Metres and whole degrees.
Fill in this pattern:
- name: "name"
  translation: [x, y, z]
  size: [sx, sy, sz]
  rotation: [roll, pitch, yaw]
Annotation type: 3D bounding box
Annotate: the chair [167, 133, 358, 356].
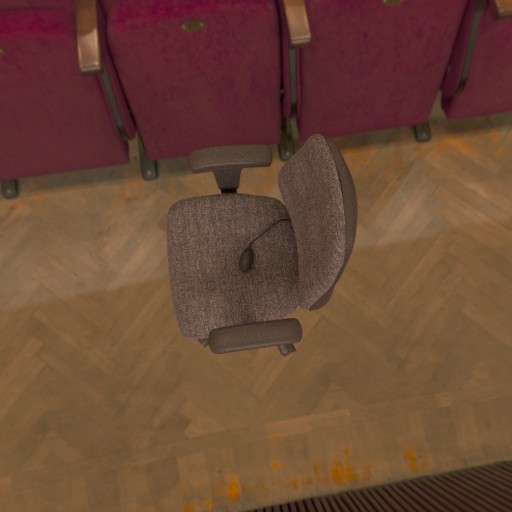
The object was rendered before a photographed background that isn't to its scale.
- name: "chair"
  translation: [0.000, 0.000, 1.256]
  size: [0.530, 0.910, 0.550]
  rotation: [-8, 75, -2]
